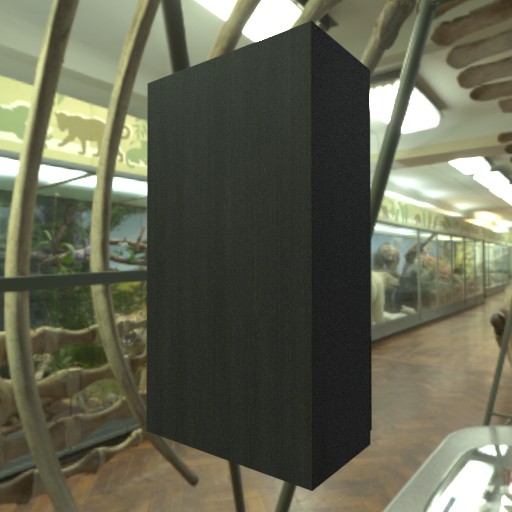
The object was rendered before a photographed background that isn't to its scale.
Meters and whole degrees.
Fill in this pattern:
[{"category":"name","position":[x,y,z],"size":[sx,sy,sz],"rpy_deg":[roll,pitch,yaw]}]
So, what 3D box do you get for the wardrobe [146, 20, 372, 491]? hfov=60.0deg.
[{"category":"wardrobe","position":[0.000,0.000,2.232],"size":[0.991,1.808,0.577],"rpy_deg":[-1,-1,38]}]
